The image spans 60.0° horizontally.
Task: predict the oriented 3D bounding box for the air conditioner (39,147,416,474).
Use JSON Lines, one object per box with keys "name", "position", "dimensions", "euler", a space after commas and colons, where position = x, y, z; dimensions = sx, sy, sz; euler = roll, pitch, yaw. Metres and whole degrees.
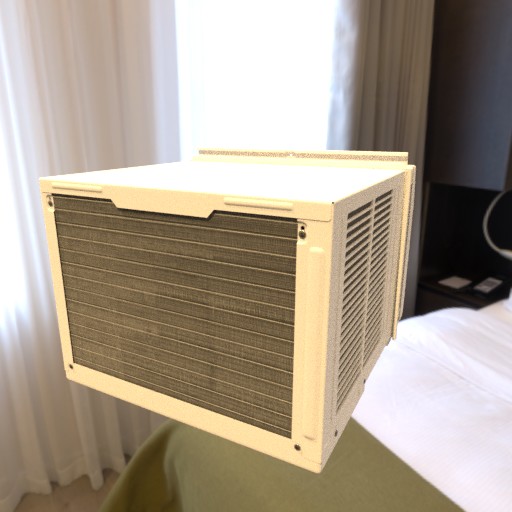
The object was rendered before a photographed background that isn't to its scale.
{"name": "air conditioner", "position": [0.000, 0.000, 0.858], "dimensions": [0.503, 0.388, 0.546], "euler": [9, 18, 27]}
